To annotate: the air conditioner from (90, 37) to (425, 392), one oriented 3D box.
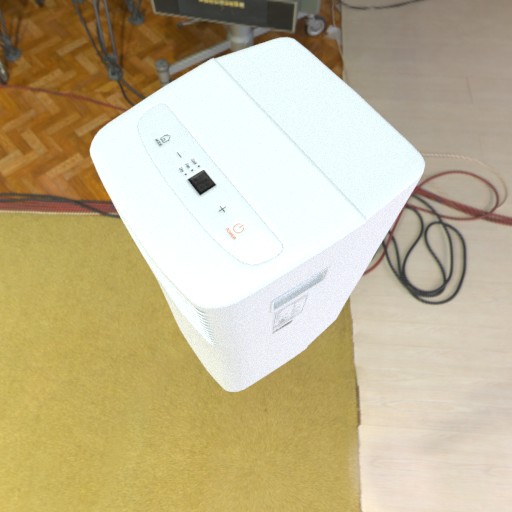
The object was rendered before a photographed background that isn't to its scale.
[{"bbox_3d":[0.000,0.000,0.791,0.349,0.606,0.304,-33,69,-15],"label":"air conditioner"}]
